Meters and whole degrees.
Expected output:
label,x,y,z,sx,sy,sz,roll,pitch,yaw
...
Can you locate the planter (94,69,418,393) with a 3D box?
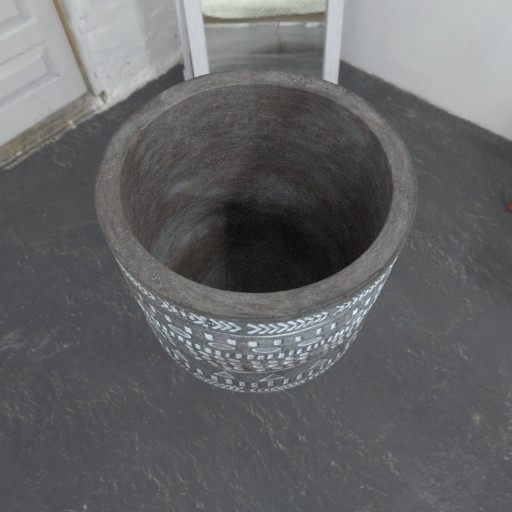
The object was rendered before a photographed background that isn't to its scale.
label,x,y,z,sx,sy,sz,roll,pitch,yaw
planter,0.000,0.000,0.259,0.142,0.149,0.142,0,59,0
